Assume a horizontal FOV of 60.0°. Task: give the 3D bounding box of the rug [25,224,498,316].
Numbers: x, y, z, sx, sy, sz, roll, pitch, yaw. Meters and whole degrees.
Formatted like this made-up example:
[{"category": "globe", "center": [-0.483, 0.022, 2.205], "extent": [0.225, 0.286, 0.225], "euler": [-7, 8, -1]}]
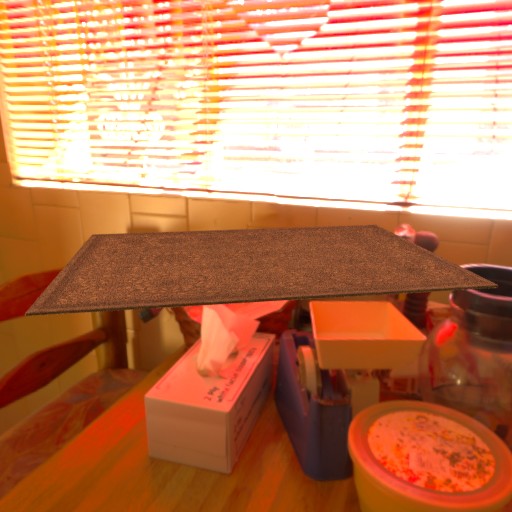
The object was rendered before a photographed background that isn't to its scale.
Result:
[{"category": "rug", "center": [0.000, 0.000, 2.252], "extent": [1.819, 0.012, 1.208], "euler": [-3, 16, -9]}]
